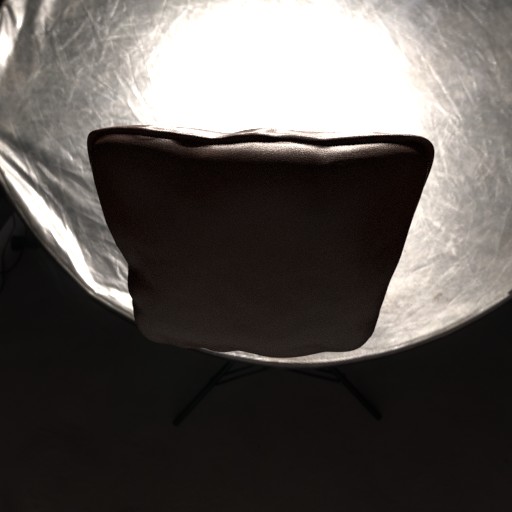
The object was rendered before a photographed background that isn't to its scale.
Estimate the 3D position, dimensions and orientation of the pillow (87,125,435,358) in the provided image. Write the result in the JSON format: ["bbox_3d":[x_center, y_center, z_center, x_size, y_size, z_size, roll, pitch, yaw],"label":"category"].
[{"bbox_3d":[0.000,0.000,0.830,0.532,0.523,0.236,2,45,2],"label":"pillow"}]
